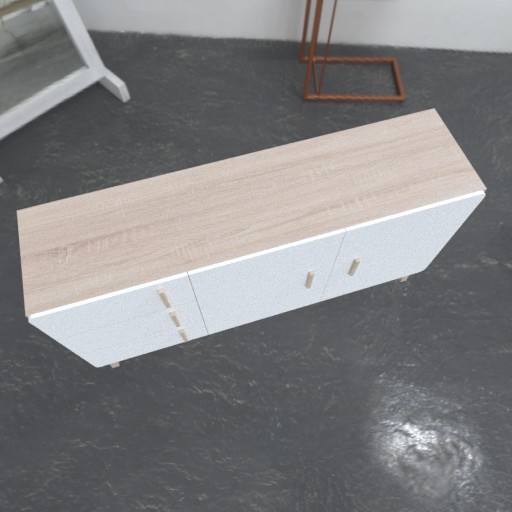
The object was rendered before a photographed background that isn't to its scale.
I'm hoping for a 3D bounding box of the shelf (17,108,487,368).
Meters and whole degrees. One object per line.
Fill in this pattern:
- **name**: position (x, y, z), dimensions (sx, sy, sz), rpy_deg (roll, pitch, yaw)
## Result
- **shelf**: position (0.000, 0.000, 1.789), dimensions (1.490, 0.780, 0.400), rpy_deg (-15, 65, -8)
